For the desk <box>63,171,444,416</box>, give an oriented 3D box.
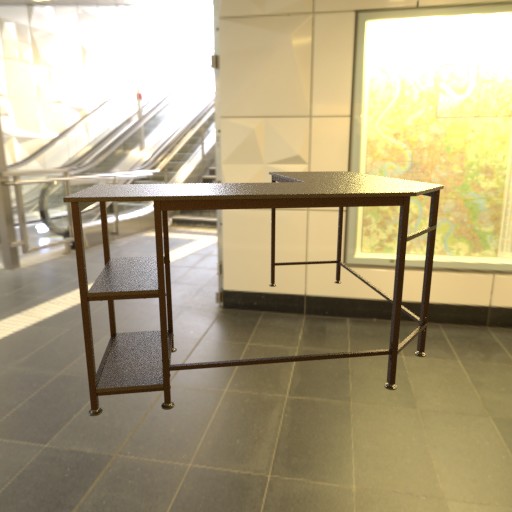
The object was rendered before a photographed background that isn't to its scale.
[{"bbox_3d":[0.000,0.000,2.173,1.379,0.739,1.379,-2,14,-9],"label":"desk"}]
